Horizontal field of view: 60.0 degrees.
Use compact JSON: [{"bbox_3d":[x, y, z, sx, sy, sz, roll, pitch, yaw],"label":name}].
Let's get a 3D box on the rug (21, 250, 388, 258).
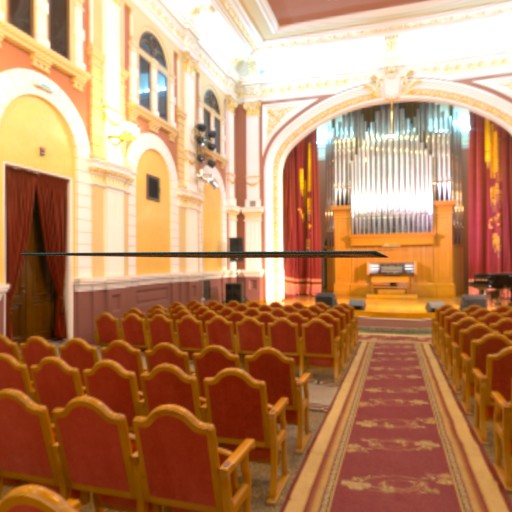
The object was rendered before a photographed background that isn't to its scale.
[{"bbox_3d":[0.000,0.000,3.975,2.226,0.015,3.044,0,-1,18],"label":"rug"}]
